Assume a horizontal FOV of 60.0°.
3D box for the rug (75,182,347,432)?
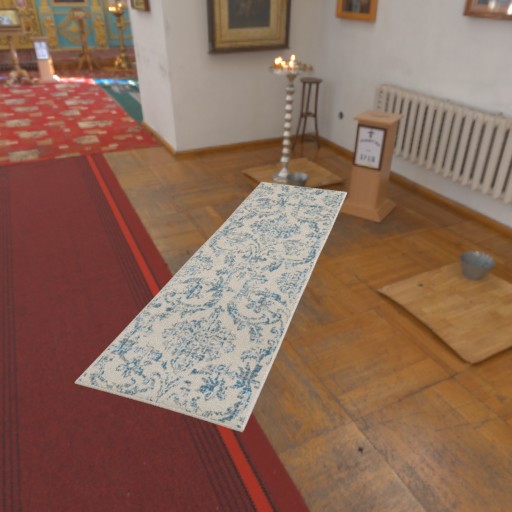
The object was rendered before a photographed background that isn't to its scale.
[{"bbox_3d":[0.000,0.000,2.436,0.662,0.011,2.196,10,31,16],"label":"rug"}]
